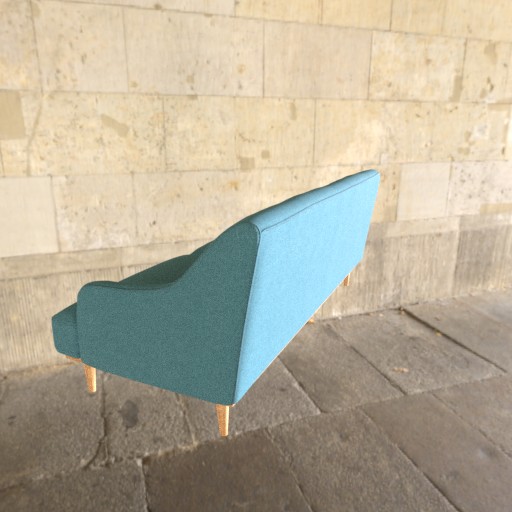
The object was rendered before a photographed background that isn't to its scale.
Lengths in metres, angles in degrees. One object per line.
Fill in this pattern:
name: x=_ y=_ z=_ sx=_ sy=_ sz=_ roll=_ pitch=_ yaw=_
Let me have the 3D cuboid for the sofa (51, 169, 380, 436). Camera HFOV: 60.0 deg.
sofa: x=0.000 y=0.000 z=2.521 sx=0.978 sy=0.871 sz=2.057 roll=8 pitch=18 yaw=25
